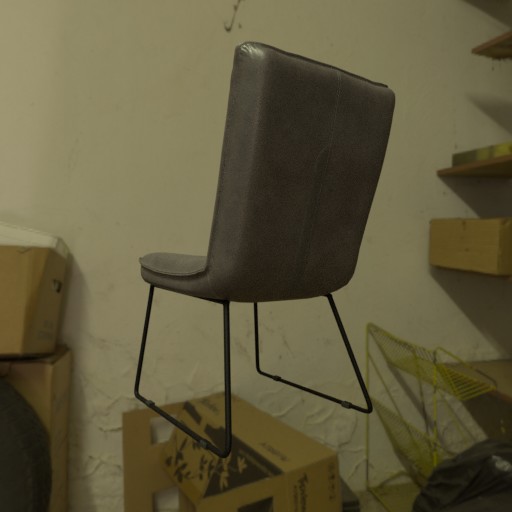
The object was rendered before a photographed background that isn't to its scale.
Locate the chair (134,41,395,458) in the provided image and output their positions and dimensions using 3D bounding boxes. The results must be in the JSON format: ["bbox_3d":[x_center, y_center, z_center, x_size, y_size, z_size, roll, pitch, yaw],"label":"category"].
[{"bbox_3d":[0.000,0.000,1.333,0.515,0.932,0.688,0,0,-35],"label":"chair"}]
